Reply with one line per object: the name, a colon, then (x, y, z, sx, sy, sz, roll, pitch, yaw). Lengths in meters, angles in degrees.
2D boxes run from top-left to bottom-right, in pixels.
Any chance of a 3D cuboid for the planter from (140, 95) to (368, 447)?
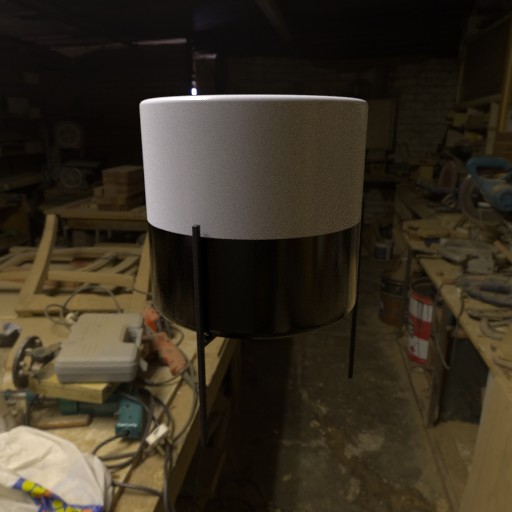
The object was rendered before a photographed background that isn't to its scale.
planter: (0.000, 0.000, 0.655, 0.310, 0.432, 0.310, 3, 17, 9)
